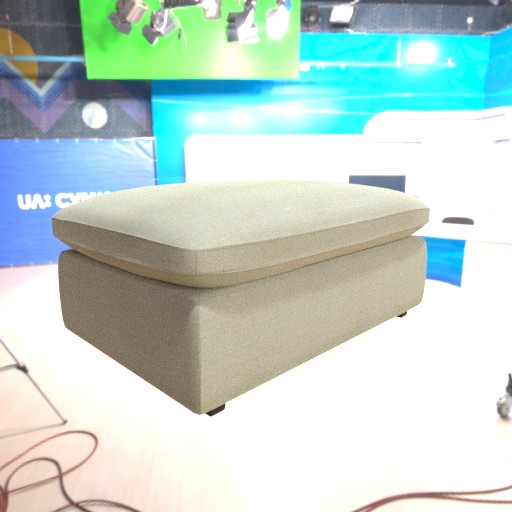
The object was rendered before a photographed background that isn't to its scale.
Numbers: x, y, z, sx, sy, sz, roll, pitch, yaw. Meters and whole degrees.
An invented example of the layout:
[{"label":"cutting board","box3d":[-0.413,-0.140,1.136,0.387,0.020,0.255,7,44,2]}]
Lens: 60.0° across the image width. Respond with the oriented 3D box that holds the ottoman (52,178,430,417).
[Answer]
[{"label":"ottoman","box3d":[0.000,0.000,1.352,0.984,0.453,0.686,-12,18,-43]}]
